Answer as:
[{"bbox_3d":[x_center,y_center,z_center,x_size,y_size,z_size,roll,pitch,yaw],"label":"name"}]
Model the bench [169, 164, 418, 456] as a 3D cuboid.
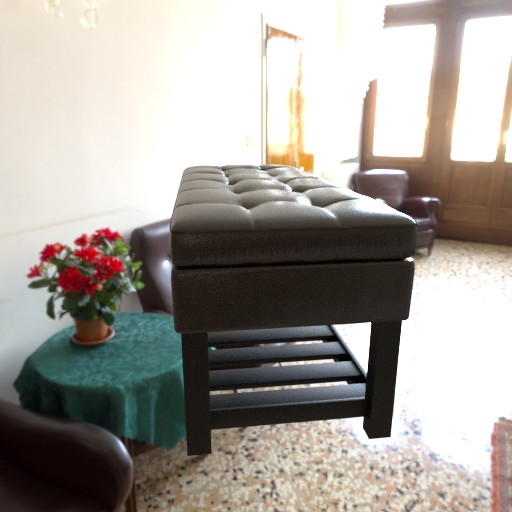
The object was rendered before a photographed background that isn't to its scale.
[{"bbox_3d":[0.000,0.000,1.307,0.432,0.460,1.105,-2,16,-7],"label":"bench"}]
